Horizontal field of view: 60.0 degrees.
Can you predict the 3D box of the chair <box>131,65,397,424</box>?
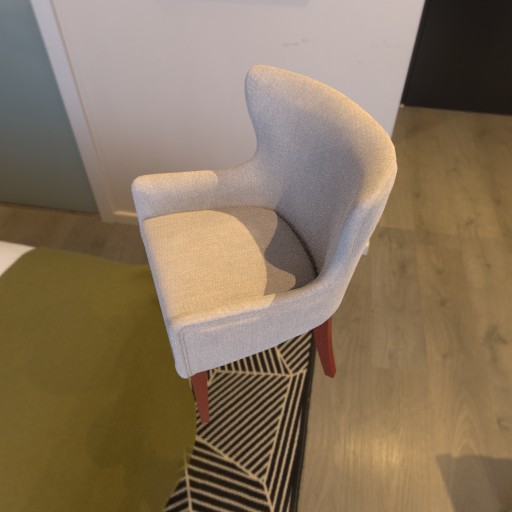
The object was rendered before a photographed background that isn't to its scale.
[{"bbox_3d":[0.000,0.000,1.457,0.677,0.948,0.732,-14,47,-14],"label":"chair"}]
